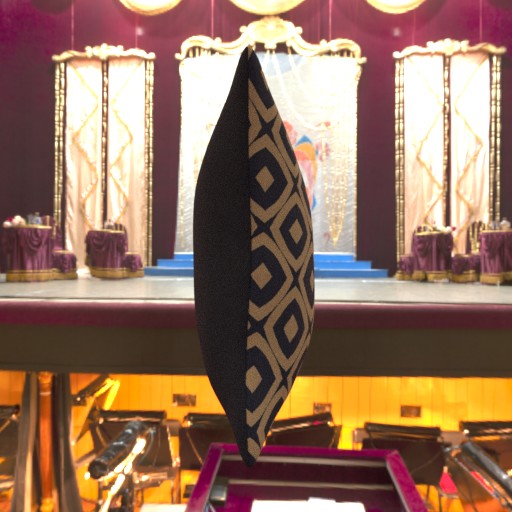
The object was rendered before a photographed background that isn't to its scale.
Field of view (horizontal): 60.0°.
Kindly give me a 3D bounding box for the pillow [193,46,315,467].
[{"bbox_3d":[0.000,0.000,0.766,0.188,0.494,0.504,0,0,2],"label":"pillow"}]
